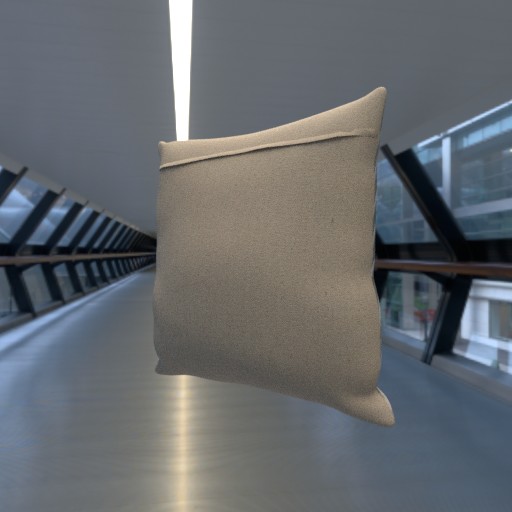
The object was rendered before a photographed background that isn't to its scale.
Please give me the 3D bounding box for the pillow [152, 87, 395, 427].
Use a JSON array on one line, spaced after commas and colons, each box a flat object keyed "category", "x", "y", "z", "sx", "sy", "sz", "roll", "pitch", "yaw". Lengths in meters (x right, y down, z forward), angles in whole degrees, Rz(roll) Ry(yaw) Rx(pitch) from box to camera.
[{"category": "pillow", "x": 0.000, "y": 0.000, "z": 0.697, "sx": 0.440, "sy": 0.441, "sz": 0.182, "roll": 0, "pitch": -1, "yaw": 35}]
